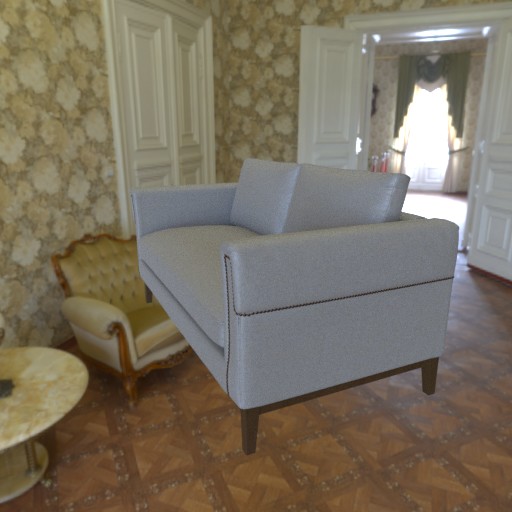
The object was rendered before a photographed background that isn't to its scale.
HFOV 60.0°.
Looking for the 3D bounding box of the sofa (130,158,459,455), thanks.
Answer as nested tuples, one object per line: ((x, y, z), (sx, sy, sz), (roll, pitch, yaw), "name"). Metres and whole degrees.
((0.000, 0.000, 2.152), (0.899, 0.873, 1.598), (-7, 17, -25), "sofa")
